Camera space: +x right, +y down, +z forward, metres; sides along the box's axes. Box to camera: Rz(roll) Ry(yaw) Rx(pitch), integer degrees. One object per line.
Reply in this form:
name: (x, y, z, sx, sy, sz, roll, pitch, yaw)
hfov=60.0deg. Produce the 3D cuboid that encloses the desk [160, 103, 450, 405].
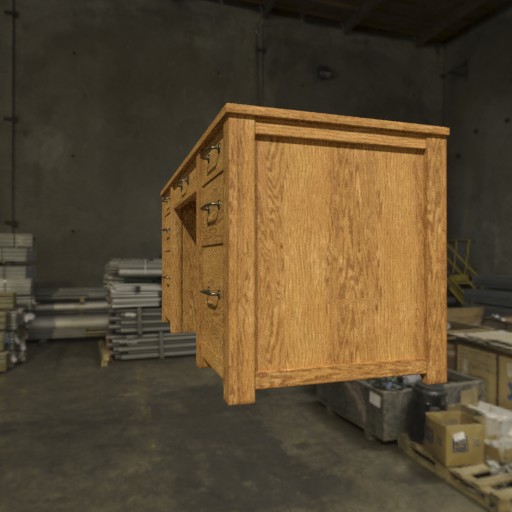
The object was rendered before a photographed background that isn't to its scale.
desk: (0.000, 0.000, 1.937, 0.685, 0.751, 1.567, 0, 0, -18)
